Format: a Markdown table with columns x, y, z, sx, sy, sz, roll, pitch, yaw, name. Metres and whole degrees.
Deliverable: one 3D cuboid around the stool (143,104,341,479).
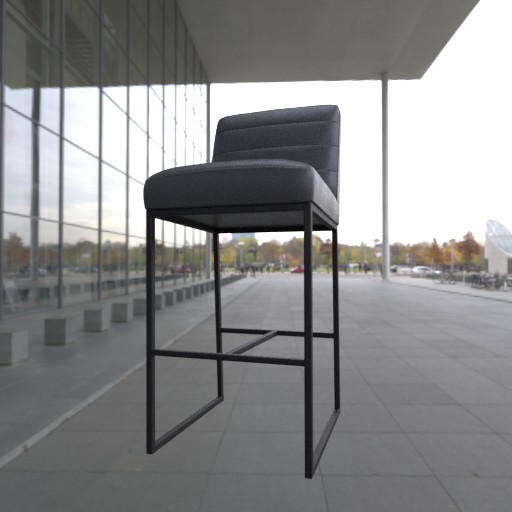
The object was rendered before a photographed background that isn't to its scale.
| x | y | z | sx | sy | sz | roll | pitch | yaw | name |
| --- | --- | --- | --- | --- | --- | --- | --- | --- | --- |
| 0.000 | 0.000 | 1.336 | 0.457 | 1.040 | 0.552 | 0 | -1 | 18 | stool |
